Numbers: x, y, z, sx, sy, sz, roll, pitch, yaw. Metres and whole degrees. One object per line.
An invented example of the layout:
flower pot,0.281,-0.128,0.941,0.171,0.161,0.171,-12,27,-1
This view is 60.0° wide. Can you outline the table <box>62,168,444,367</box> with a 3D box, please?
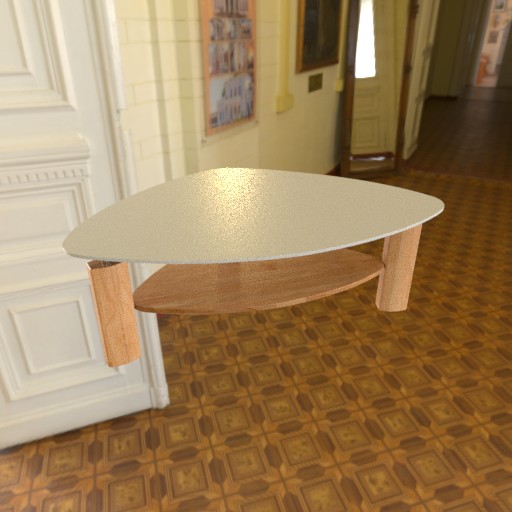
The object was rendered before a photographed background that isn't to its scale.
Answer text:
table,0.000,0.000,1.661,1.250,0.440,0.850,-8,28,-15
